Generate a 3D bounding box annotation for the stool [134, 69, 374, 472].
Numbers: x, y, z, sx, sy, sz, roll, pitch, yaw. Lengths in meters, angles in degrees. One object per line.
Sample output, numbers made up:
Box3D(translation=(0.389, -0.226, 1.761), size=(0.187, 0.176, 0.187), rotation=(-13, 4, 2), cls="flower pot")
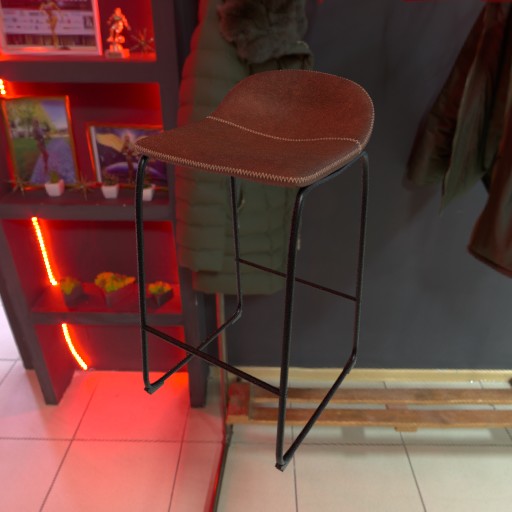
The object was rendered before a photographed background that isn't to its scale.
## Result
Box3D(translation=(0.000, 0.000, 1.124), size=(0.454, 0.830, 0.473), rotation=(18, 34, 29), cls="stool")
